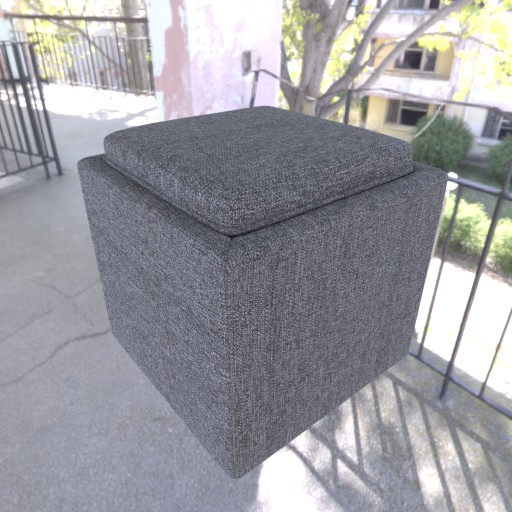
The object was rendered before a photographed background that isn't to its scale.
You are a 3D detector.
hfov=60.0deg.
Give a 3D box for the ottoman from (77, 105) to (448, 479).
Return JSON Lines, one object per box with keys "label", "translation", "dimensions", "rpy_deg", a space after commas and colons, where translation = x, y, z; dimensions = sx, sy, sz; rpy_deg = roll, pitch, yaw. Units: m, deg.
{"label": "ottoman", "translation": [0.000, 0.000, 0.821], "dimensions": [0.450, 0.460, 0.450], "rpy_deg": [-22, 37, -33]}
